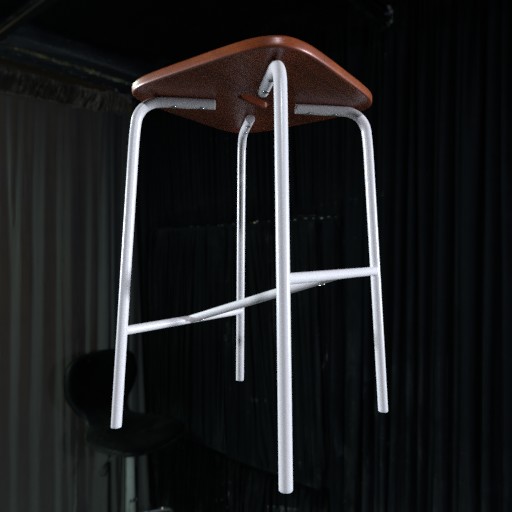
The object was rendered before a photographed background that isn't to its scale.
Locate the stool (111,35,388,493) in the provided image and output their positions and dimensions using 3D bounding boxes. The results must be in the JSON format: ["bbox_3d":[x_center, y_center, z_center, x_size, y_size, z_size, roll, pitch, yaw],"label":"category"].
[{"bbox_3d":[0.000,0.000,0.829,0.376,0.610,0.376,0,1,36],"label":"stool"}]
